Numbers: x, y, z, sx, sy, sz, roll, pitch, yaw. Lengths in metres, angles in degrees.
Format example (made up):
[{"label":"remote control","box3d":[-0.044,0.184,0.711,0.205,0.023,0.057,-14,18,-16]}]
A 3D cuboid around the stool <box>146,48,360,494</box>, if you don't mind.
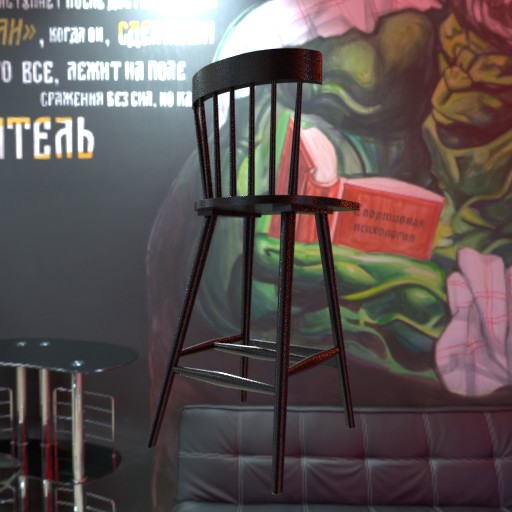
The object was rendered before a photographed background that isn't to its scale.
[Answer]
[{"label":"stool","box3d":[0.000,0.000,1.334,0.482,1.092,0.483,1,1,34]}]
